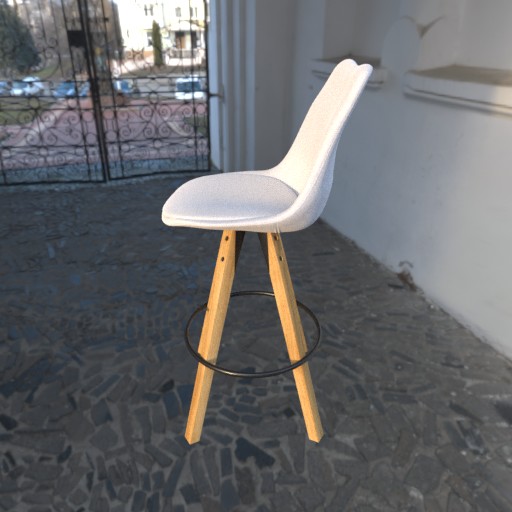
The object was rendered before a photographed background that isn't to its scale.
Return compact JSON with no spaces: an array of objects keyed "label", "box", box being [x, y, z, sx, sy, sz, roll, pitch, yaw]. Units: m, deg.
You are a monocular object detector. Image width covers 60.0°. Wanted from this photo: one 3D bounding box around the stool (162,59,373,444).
[{"label":"stool","box":[0.000,0.000,1.385,0.550,1.115,0.484,0,27,-1]}]
